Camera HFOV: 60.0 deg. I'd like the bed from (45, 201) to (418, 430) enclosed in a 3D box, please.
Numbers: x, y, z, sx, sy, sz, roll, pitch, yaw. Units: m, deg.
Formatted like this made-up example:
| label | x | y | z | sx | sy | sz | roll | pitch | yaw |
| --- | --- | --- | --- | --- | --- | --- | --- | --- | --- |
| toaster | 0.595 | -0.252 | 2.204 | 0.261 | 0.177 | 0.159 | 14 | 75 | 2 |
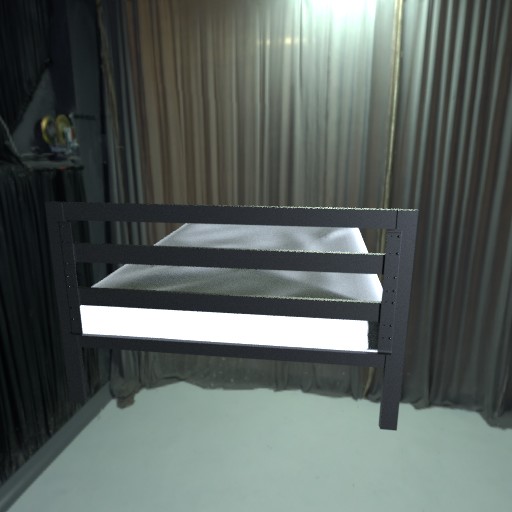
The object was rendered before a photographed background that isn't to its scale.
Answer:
| label | x | y | z | sx | sy | sz | roll | pitch | yaw |
| --- | --- | --- | --- | --- | --- | --- | --- | --- | --- |
| bed | 0.000 | 0.000 | 2.876 | 1.524 | 0.967 | 2.062 | 2 | 16 | 8 |
